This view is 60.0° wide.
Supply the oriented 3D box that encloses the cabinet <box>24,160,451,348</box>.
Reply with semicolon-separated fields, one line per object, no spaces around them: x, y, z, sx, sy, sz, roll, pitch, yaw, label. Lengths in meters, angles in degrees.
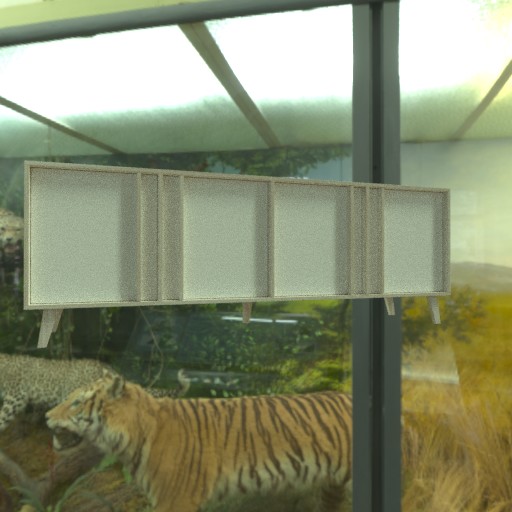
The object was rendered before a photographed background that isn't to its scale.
0.000;0.000;2.424;2.200;0.780;0.500;0;0;-19;cabinet
